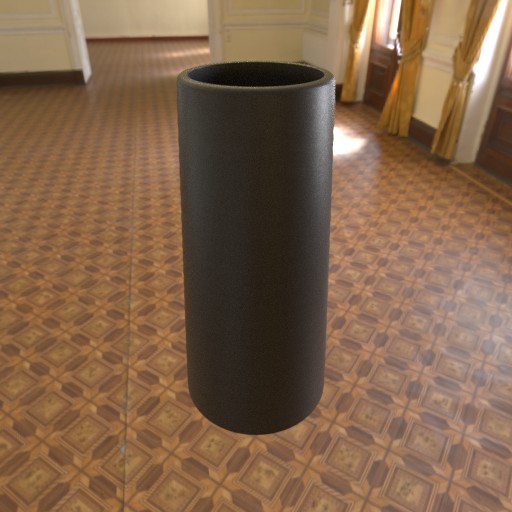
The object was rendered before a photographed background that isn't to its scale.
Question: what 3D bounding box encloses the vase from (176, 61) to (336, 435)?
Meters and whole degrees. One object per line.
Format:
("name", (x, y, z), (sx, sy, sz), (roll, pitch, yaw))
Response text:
("vase", (0.000, 0.000, 0.373), (0.136, 0.289, 0.136), (0, 32, 0))
